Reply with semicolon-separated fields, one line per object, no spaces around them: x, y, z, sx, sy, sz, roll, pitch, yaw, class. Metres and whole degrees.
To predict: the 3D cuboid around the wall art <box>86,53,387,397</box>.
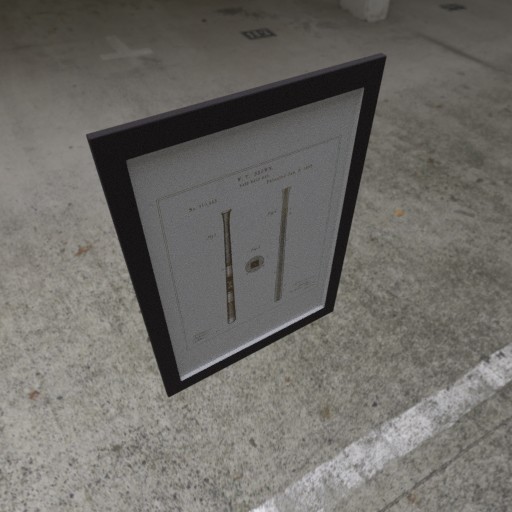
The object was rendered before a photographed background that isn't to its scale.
0.000;0.000;0.678;0.374;0.529;0.012;-24;51;-21;wall art
